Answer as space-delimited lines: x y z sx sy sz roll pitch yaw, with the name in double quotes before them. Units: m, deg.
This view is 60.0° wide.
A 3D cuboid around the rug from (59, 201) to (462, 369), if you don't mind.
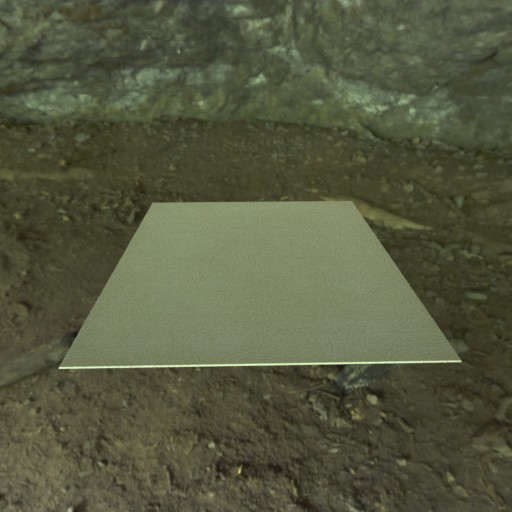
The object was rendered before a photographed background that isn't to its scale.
"rug" 0.000 0.000 3.437 2.073 0.011 2.584 -1 26 -1
